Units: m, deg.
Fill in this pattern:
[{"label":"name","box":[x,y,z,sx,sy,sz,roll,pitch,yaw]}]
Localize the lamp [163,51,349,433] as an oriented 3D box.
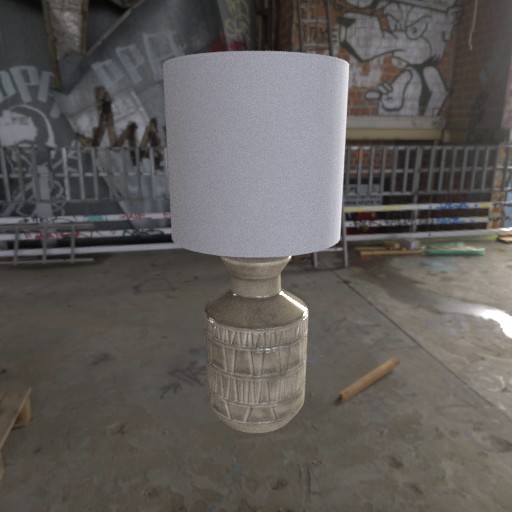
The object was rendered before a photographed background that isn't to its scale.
[{"label":"lamp","box":[0.000,0.000,0.574,0.211,0.455,0.211,2,16,9]}]
